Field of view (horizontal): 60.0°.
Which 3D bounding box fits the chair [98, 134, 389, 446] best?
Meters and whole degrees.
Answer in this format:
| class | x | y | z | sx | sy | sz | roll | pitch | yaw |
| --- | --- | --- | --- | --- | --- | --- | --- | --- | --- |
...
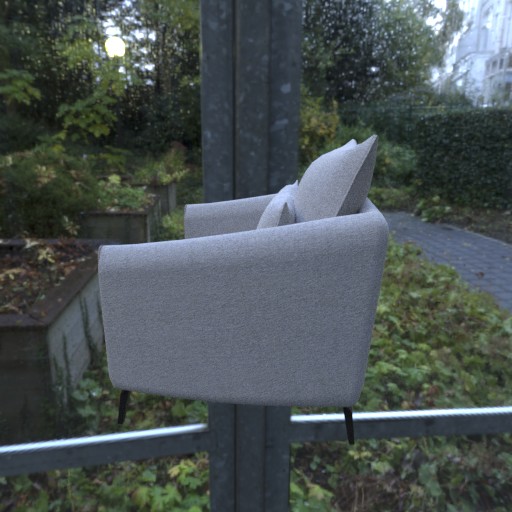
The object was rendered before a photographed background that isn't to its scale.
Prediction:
| class | x | y | z | sx | sy | sz | roll | pitch | yaw |
| --- | --- | --- | --- | --- | --- | --- | --- | --- | --- |
| chair | 0.000 | 0.000 | 1.639 | 0.801 | 0.856 | 1.029 | 2 | 15 | 7 |
